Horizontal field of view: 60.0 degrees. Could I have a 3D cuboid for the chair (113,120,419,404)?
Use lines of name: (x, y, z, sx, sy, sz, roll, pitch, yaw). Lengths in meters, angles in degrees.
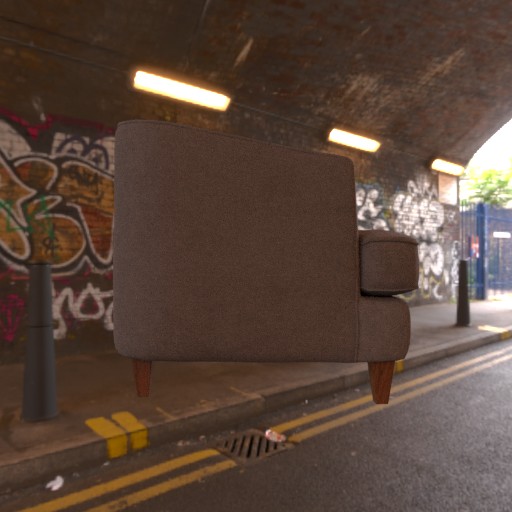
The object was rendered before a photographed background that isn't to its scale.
chair: (0.000, 0.000, 1.751, 0.941, 0.852, 1.104, 0, 0, -1)
